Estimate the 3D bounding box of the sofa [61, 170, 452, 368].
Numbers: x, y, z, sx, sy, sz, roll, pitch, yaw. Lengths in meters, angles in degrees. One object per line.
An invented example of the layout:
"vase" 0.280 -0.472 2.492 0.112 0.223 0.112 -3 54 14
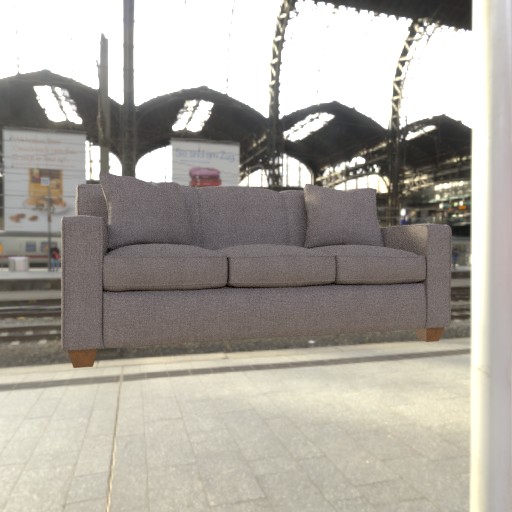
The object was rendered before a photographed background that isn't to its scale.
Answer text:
"sofa" 0.000 0.000 2.594 2.024 0.958 0.997 0 0 -18
